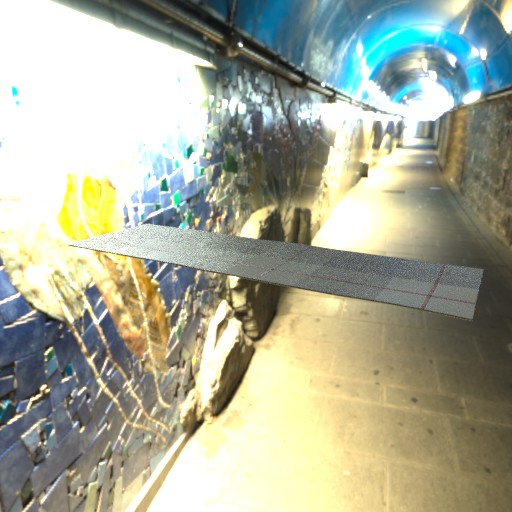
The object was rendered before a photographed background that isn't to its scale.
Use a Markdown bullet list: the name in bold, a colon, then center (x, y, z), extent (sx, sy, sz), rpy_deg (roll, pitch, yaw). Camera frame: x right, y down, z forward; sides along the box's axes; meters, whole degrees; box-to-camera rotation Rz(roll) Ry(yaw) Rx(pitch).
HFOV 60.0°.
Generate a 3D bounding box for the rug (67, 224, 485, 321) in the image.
- **rug**: center (0.000, 0.000, 2.677), extent (2.439, 0.013, 0.762), rpy_deg (9, 18, 28)
